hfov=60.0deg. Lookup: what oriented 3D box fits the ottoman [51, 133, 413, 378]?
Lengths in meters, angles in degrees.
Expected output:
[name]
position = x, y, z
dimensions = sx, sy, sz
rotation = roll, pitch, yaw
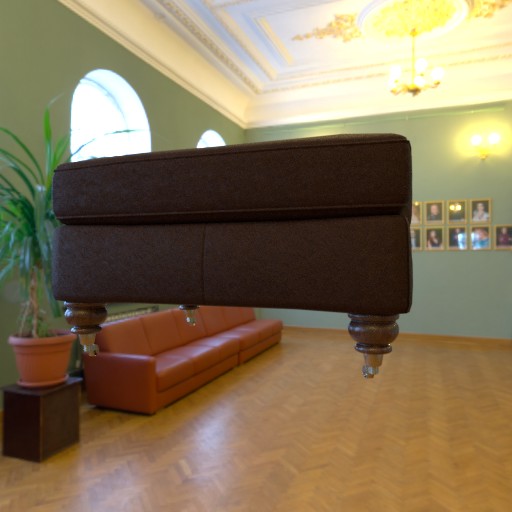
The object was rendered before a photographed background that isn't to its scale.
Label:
[ottoman]
position = 0.000, 0.000, 1.781
dimensions = 1.187, 0.730, 0.967
rotation = 0, 0, 19
